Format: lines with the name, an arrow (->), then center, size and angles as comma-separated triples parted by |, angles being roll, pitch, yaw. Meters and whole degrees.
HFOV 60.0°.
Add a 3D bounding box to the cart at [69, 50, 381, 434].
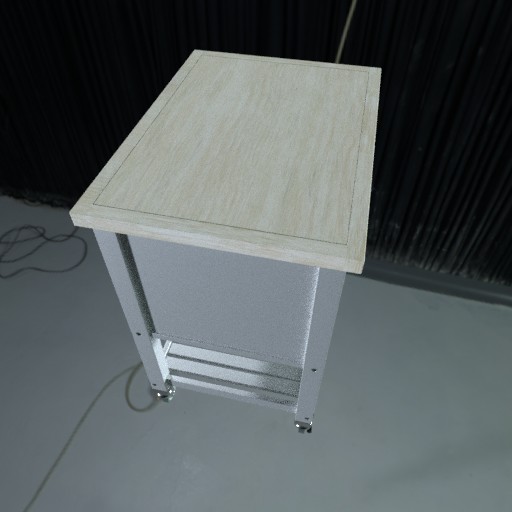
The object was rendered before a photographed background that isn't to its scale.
cart -> 0.000, 0.000, 1.393 | 0.559, 0.914, 0.762 | 10, 48, 9
